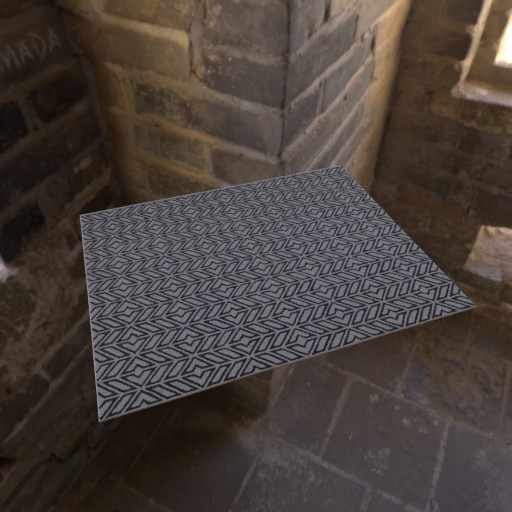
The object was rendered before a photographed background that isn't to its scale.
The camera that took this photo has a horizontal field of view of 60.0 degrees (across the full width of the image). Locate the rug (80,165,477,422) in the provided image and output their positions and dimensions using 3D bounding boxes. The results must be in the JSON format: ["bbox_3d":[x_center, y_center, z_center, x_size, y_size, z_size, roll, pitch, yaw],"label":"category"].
[{"bbox_3d":[0.000,0.000,4.153,3.045,0.008,2.421,-13,44,-14],"label":"rug"}]
